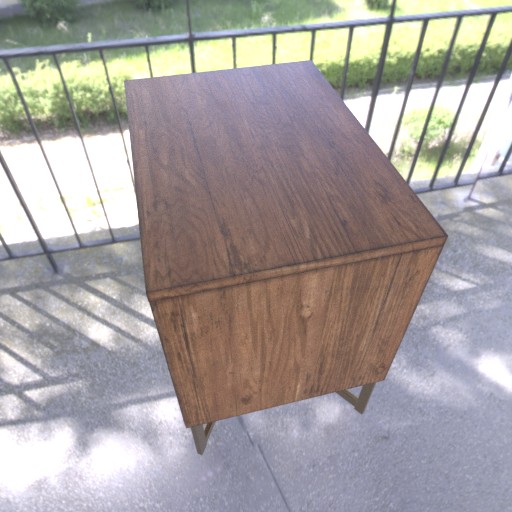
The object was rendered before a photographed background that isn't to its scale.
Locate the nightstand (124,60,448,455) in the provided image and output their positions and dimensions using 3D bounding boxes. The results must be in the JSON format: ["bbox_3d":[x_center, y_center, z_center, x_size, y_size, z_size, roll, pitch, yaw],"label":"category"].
[{"bbox_3d":[0.000,0.000,1.028,0.446,0.610,0.610,-10,48,-10],"label":"nightstand"}]
